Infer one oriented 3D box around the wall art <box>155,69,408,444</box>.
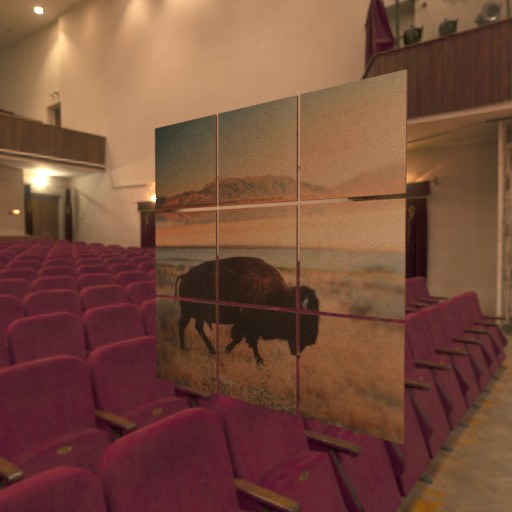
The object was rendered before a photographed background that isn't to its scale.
[{"bbox_3d":[0.000,0.000,2.276,1.533,1.532,0.019,1,2,37],"label":"wall art"}]
